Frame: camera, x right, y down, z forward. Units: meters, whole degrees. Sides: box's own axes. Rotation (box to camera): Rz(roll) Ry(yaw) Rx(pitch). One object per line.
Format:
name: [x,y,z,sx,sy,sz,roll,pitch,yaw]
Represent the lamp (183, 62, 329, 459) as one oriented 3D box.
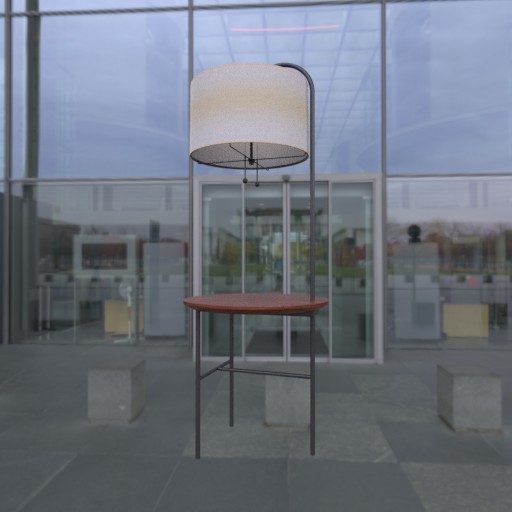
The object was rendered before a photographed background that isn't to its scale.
lamp: [0.000,0.000,1.771,0.573,1.517,0.573,0,0,0]
